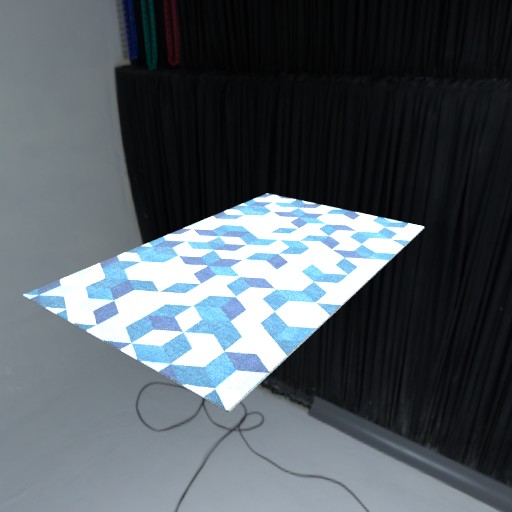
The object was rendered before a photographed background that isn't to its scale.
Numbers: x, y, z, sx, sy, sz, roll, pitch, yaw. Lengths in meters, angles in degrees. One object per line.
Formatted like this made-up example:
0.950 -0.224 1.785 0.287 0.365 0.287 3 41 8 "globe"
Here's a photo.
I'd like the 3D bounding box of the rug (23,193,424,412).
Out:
0.000 0.000 3.017 1.518 0.015 2.438 17 30 32 "rug"
